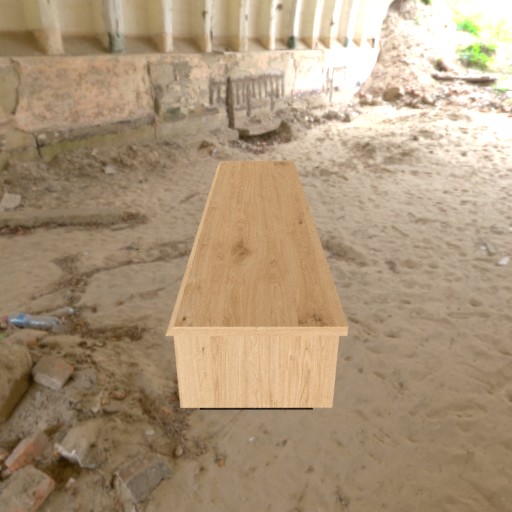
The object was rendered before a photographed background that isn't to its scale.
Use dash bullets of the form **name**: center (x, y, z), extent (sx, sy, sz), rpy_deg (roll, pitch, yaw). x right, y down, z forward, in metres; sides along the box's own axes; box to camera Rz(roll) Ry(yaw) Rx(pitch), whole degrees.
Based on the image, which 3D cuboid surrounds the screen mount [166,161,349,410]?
- **screen mount**: center (0.000, 0.000, 1.942), extent (0.450, 0.430, 1.700), rpy_deg (0, 26, 0)
